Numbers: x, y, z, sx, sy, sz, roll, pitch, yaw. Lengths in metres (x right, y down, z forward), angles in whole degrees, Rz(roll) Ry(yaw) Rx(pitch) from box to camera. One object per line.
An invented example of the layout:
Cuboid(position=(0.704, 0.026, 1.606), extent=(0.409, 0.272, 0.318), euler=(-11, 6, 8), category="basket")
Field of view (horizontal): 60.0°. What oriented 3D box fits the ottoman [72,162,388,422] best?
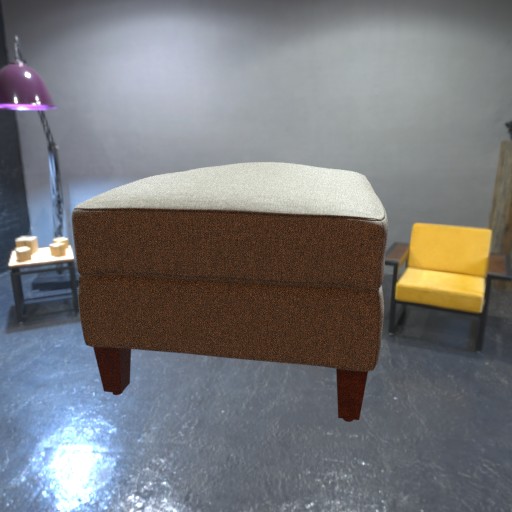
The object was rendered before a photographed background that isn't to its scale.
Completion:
Cuboid(position=(0.000, 0.000, 1.253), extent=(0.639, 0.494, 0.873), euler=(3, 16, 10), category="ottoman")
